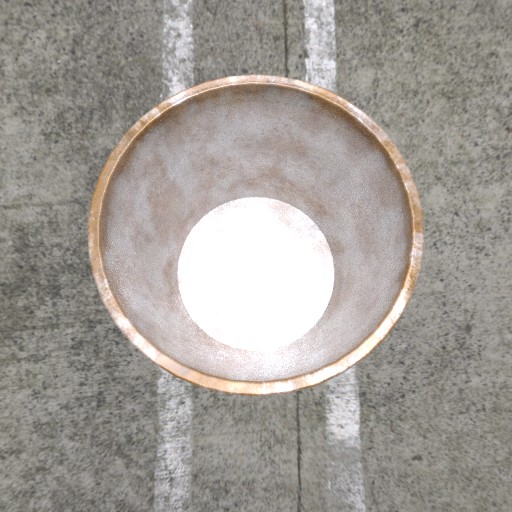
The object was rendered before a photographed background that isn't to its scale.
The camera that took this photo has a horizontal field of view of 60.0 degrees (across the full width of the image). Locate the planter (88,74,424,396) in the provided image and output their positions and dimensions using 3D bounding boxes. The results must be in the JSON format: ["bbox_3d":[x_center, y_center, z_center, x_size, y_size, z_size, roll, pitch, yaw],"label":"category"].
[{"bbox_3d":[0.000,0.000,0.442,0.255,0.223,0.255,0,76,0],"label":"planter"}]
